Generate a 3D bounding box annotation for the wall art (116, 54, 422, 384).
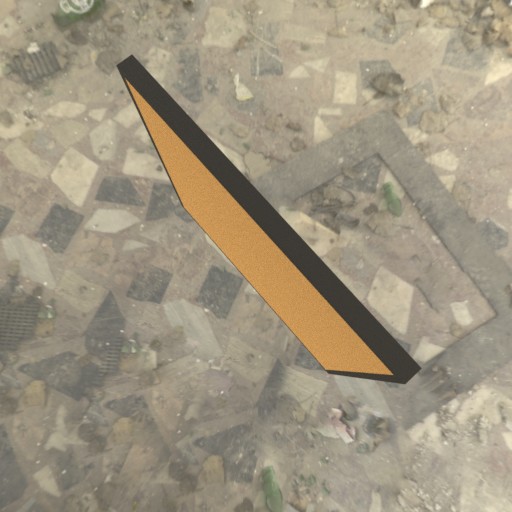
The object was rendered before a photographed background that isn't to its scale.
[{"bbox_3d":[0.000,0.000,1.139,0.038,0.763,0.763,-40,80,-9],"label":"wall art"}]
